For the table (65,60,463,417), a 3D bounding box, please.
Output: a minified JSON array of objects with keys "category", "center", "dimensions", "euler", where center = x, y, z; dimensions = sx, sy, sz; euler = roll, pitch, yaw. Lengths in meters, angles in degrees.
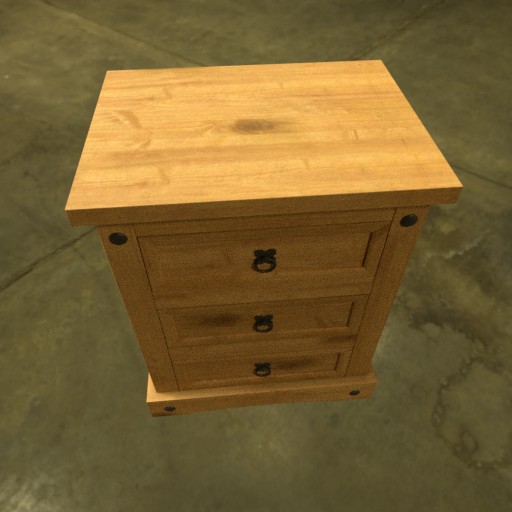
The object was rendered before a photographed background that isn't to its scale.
[{"category":"table","center":[0.000,0.000,1.194],"dimensions":[0.660,0.813,0.500],"euler":[-4,47,-4]}]
